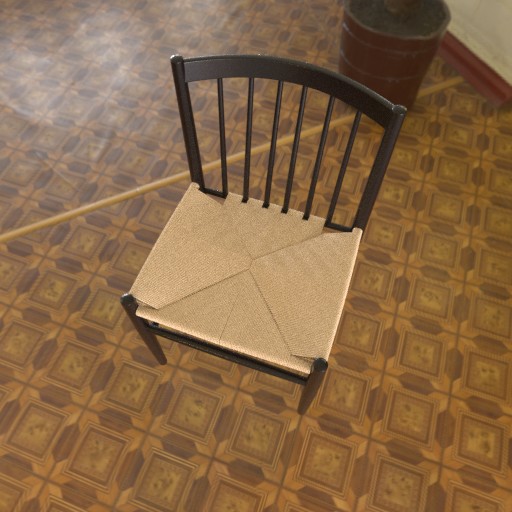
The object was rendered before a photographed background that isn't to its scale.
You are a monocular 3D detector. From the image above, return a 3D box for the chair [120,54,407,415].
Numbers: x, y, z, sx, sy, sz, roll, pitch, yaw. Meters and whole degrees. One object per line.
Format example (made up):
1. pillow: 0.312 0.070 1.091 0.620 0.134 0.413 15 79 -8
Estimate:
1. chair: 0.000 0.000 1.141 0.495 0.818 0.516 17 61 10
